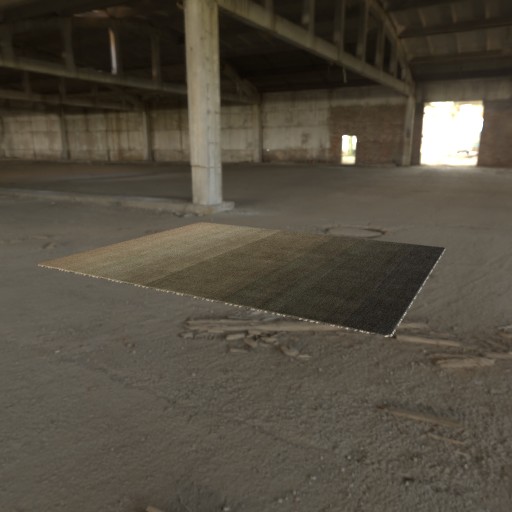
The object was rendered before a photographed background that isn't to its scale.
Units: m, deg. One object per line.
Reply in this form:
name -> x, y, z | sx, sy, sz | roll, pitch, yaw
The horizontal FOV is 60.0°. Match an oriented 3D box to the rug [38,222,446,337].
rug -> 0.000, 0.000, 3.971 | 2.902, 0.017, 2.306 | 8, 16, 28
